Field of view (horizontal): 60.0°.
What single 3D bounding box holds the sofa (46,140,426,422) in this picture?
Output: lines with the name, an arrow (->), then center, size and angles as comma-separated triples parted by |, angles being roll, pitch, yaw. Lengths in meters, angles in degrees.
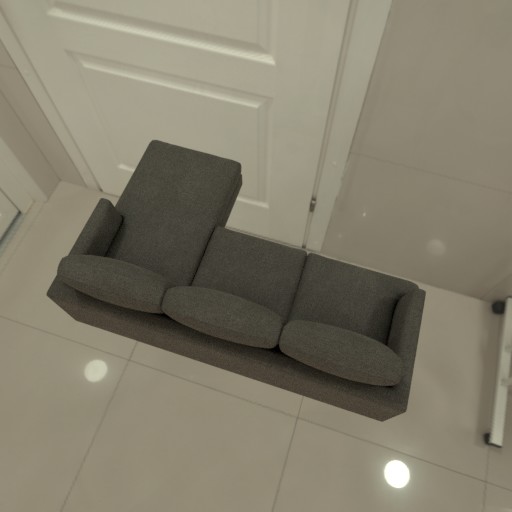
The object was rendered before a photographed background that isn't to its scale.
sofa -> 0.000, 0.000, 3.062 | 2.233, 0.956, 1.504 | 16, 65, 8
